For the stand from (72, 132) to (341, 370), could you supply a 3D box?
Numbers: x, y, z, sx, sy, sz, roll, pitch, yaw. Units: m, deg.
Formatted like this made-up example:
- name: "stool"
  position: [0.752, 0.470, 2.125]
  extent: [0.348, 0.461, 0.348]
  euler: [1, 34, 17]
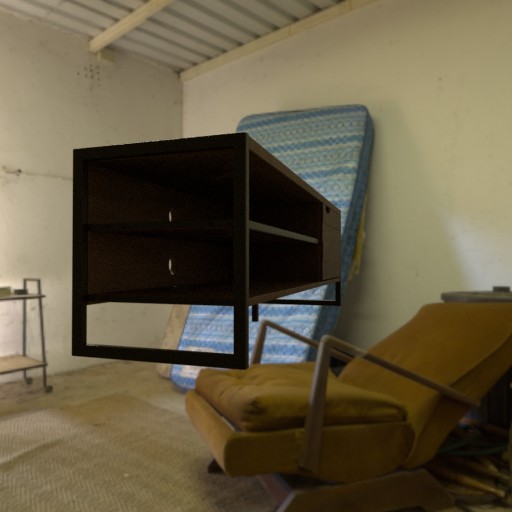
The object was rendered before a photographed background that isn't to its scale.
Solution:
- name: "stand"
  position: [0.000, 0.000, 1.711]
  extent: [0.454, 0.506, 1.480]
  euler: [0, -1, 19]
